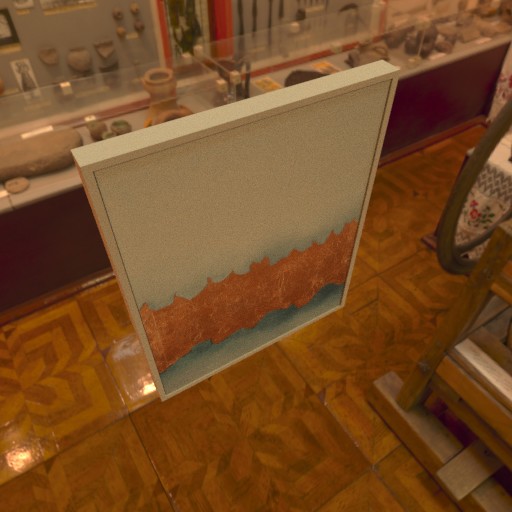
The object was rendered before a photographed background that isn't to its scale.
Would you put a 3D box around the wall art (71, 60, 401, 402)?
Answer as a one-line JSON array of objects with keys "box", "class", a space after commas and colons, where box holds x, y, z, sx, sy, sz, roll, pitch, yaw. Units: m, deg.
[{"box": [0.000, 0.000, 0.756, 0.451, 0.553, 0.039, -24, 51, -21], "class": "wall art"}]
